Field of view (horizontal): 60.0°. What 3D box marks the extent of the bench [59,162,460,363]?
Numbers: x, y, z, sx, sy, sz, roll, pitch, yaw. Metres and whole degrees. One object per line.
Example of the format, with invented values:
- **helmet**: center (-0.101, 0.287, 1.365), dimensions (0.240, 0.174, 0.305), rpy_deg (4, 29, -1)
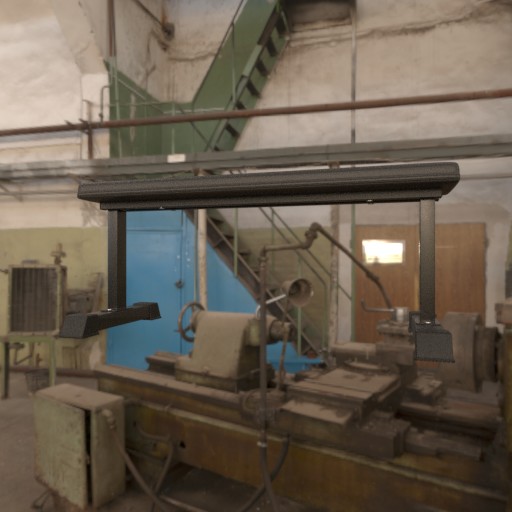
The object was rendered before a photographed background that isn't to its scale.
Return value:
- **bench**: center (0.000, 0.000, 1.293), dimensions (1.072, 0.453, 0.439), rpy_deg (0, 0, 17)
